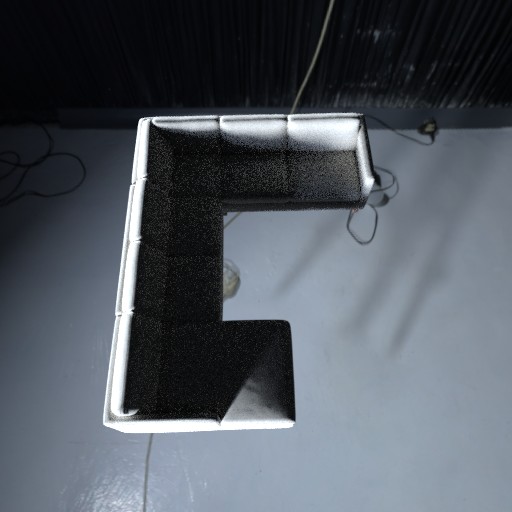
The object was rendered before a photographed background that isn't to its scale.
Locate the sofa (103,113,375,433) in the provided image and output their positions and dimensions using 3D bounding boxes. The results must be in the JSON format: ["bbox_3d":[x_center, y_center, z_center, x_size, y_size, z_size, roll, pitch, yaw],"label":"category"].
[{"bbox_3d":[0.000,0.000,4.464,2.551,0.853,3.238,-1,64,-1],"label":"sofa"}]
